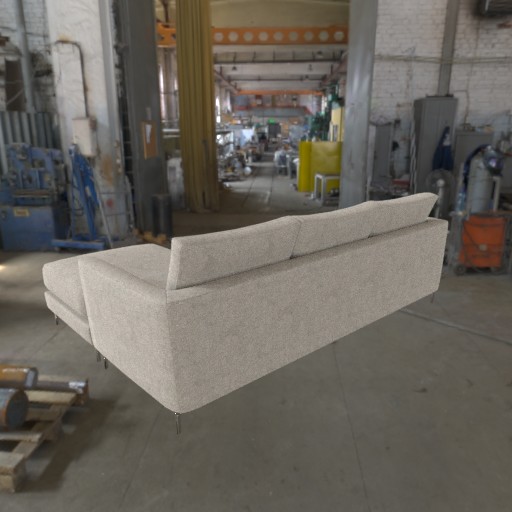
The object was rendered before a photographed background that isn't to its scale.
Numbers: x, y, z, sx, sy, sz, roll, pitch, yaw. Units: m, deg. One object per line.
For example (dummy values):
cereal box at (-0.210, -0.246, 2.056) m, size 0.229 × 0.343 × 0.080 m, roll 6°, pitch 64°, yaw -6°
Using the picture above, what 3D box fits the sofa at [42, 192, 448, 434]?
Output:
sofa at (0.000, 0.000, 3.101) m, size 2.438 × 0.864 × 1.626 m, roll -14°, pitch 21°, yaw -40°
